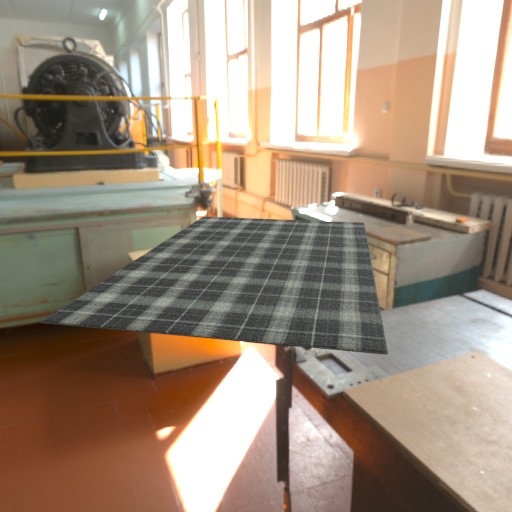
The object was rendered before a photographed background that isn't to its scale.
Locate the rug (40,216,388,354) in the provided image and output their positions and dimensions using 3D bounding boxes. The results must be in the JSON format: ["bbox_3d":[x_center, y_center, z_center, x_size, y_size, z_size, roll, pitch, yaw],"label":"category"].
[{"bbox_3d":[0.000,0.000,2.994,1.520,0.015,2.434,3,17,11],"label":"rug"}]
